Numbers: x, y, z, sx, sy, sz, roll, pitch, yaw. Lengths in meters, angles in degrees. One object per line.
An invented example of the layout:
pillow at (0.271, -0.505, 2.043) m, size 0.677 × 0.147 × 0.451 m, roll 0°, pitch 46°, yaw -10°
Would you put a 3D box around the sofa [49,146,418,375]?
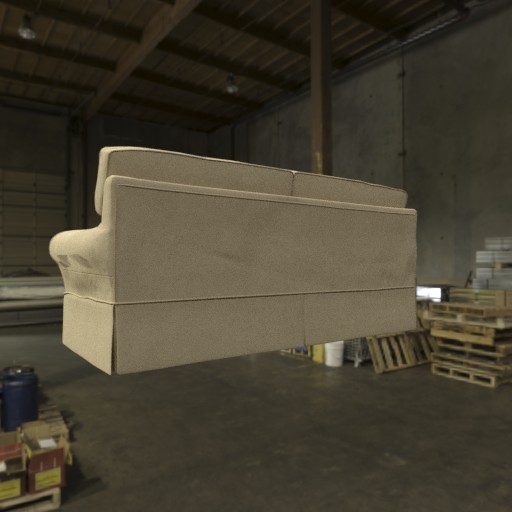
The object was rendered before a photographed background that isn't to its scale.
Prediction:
sofa at (0.000, 0.000, 2.783) m, size 2.246 × 1.014 × 0.900 m, roll 0°, pitch -1°, yaw -36°
